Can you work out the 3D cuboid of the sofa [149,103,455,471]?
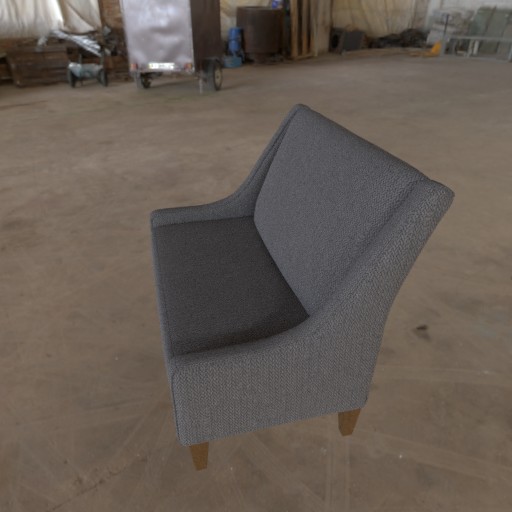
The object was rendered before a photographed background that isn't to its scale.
[{"bbox_3d":[0.000,0.000,1.909,0.873,1.022,1.242,-7,31,-13],"label":"sofa"}]
